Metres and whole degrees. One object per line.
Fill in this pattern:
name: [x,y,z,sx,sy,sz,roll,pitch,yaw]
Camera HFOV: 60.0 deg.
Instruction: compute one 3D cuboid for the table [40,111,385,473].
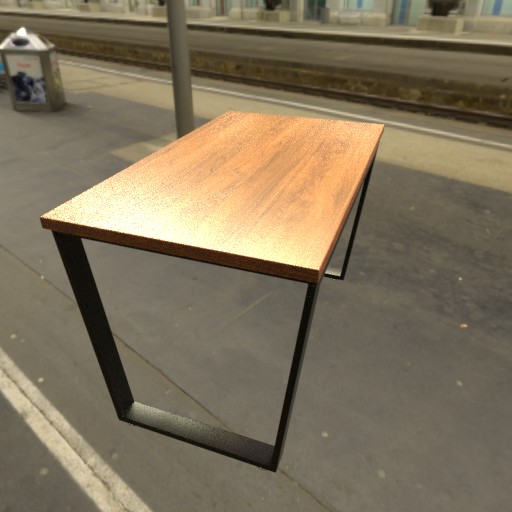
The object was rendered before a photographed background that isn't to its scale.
table: [0.000,0.000,1.682,0.714,0.760,1.205,11,33,17]
